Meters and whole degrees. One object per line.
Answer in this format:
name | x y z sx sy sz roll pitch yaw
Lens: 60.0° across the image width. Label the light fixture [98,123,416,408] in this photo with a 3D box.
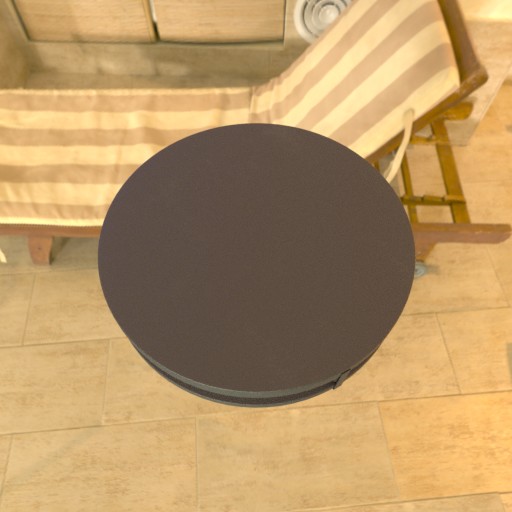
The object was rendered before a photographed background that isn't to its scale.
light fixture | 0.000 0.000 0.544 0.356 0.102 0.356 0 59 0
